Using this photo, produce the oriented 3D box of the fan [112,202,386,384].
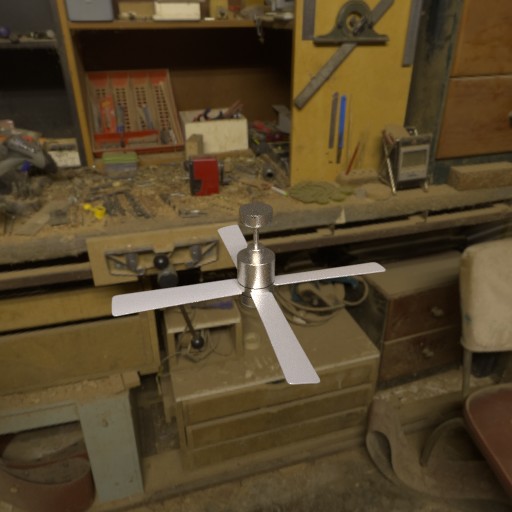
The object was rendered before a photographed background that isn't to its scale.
[{"bbox_3d":[0.000,0.000,2.350,1.525,0.539,1.525,-7,30,-13],"label":"fan"}]
